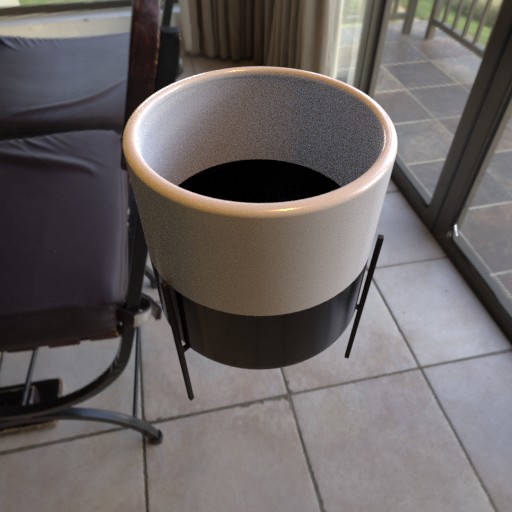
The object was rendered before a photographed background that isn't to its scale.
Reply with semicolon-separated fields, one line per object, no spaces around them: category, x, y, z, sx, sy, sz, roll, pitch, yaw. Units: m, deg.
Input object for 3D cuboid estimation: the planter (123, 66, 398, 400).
planter;0.000;0.000;0.648;0.310;0.432;0.310;-24;51;-21
